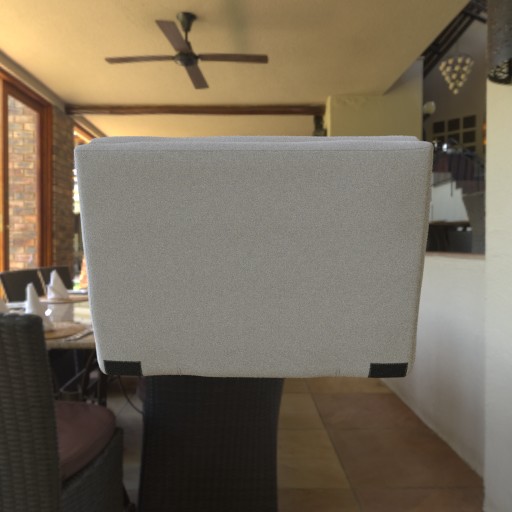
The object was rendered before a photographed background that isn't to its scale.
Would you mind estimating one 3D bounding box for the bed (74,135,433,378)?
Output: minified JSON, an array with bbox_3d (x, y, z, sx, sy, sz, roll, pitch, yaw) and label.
[{"bbox_3d":[0.000,0.000,1.307,0.799,0.614,0.749,0,1,2],"label":"bed"}]
